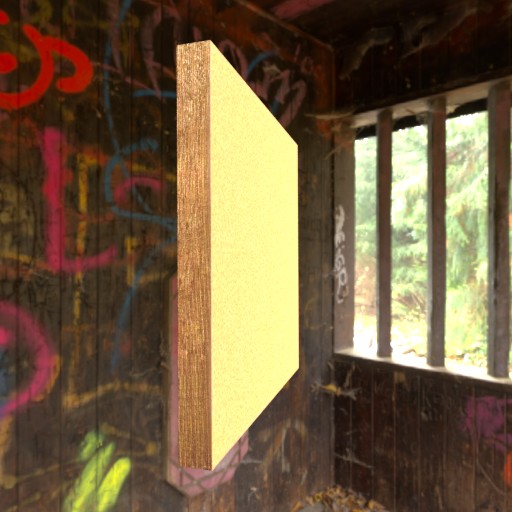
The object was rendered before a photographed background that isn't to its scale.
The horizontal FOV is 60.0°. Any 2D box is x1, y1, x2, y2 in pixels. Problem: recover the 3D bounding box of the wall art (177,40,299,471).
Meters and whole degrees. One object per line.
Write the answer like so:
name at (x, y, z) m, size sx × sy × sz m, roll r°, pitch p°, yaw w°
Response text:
wall art at (0.000, 0.000, 0.613) m, size 0.039 × 0.403 × 0.406 m, roll 0°, pitch 0°, yaw 17°
